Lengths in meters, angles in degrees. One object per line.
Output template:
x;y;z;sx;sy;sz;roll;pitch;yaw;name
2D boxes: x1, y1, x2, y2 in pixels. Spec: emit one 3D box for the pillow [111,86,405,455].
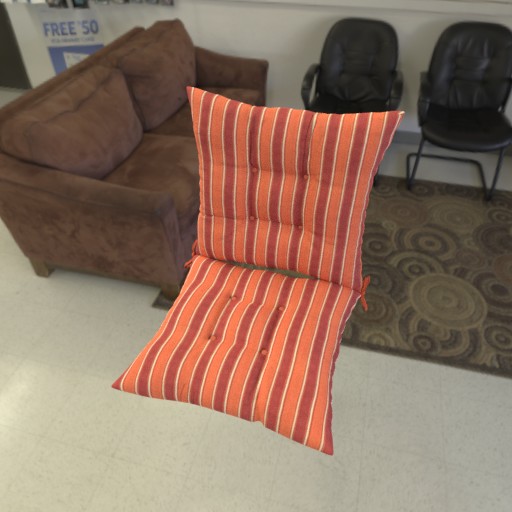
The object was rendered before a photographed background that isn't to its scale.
0.000;0.000;0.997;0.541;0.536;0.585;12;43;13;pillow
